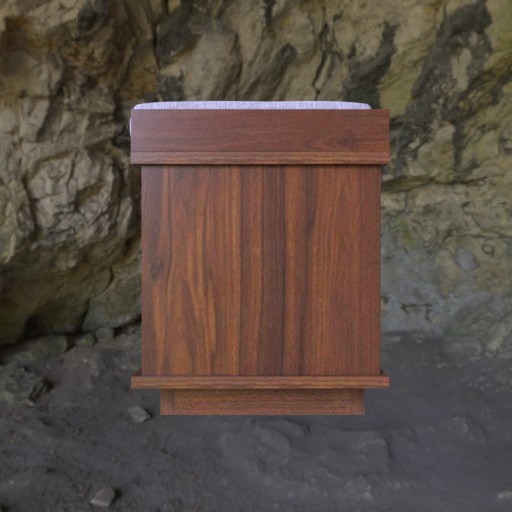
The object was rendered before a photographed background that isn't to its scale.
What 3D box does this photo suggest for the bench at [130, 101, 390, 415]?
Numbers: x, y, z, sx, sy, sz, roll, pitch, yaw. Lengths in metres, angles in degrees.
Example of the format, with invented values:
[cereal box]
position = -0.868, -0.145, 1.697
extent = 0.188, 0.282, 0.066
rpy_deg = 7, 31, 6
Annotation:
[bench]
position = 0.000, 0.000, 0.969
extent = 0.362, 0.461, 0.734
rpy_deg = 0, 0, 0
